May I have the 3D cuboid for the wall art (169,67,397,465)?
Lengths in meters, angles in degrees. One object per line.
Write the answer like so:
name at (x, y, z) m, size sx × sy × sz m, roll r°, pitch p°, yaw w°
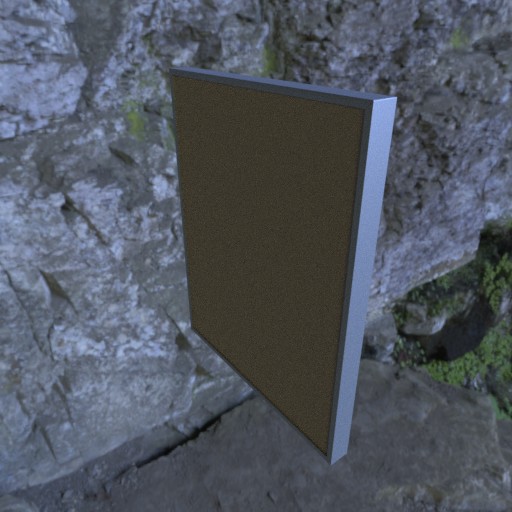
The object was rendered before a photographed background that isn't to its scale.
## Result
wall art at (0.000, 0.000, 0.742) m, size 0.039 × 0.553 × 0.445 m, roll -19°, pitch 33°, yaw -32°
